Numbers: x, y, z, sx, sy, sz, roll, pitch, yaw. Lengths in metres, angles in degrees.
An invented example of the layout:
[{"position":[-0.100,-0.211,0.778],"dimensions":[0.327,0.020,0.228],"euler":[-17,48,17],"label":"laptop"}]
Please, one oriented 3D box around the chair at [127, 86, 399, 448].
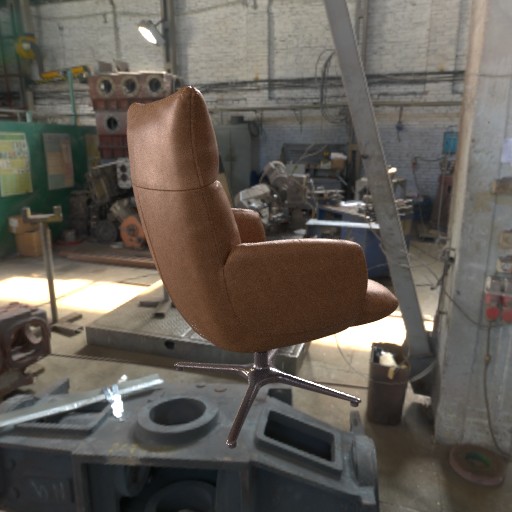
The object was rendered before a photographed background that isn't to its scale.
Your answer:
[{"position":[0.000,0.000,1.545],"dimensions":[0.794,1.027,0.711],"euler":[-7,17,-26],"label":"chair"}]
